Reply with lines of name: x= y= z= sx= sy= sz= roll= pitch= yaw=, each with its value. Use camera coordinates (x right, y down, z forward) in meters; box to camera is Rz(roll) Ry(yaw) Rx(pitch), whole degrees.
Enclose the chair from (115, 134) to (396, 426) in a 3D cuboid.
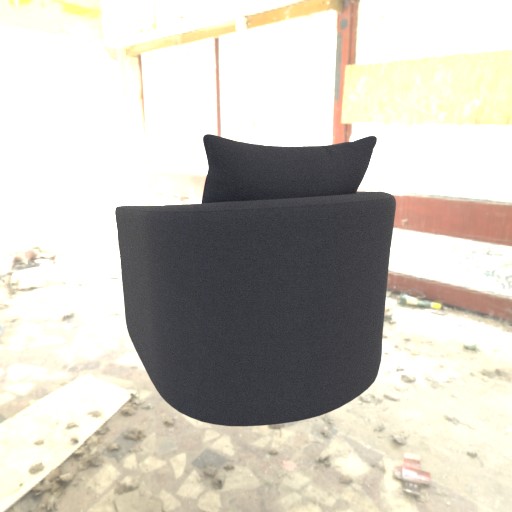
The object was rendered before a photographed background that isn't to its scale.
chair: x=0.000 y=0.000 z=1.602 sx=0.845 sy=0.848 sz=0.910 roll=-7 pitch=17 yaw=-25
